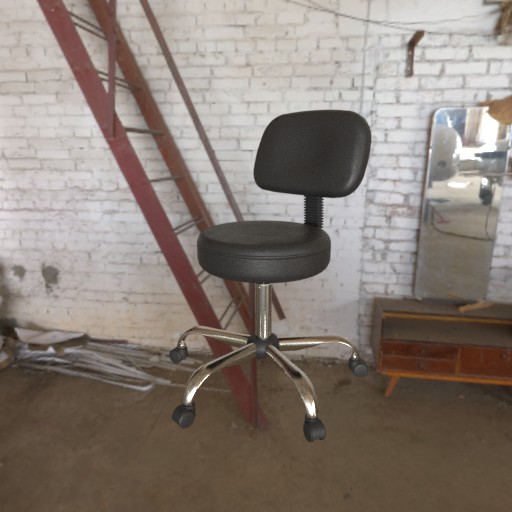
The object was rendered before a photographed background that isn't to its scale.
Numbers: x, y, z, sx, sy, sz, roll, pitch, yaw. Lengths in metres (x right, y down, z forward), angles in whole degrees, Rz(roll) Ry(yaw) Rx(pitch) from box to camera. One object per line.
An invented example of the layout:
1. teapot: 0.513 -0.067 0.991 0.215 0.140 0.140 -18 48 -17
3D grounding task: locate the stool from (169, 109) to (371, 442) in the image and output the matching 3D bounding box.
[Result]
1. stool: 0.000 0.000 1.340 0.673 0.862 0.648 14 20 42
